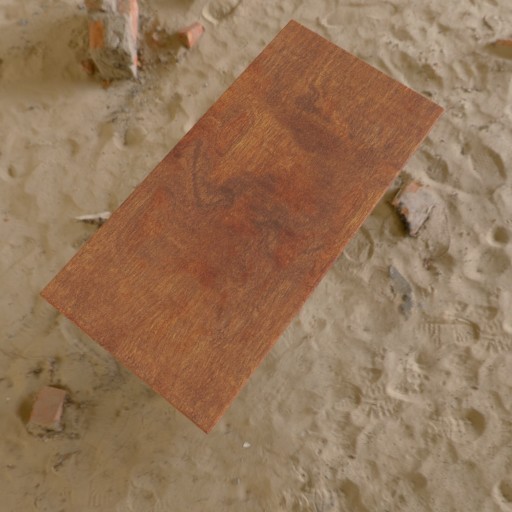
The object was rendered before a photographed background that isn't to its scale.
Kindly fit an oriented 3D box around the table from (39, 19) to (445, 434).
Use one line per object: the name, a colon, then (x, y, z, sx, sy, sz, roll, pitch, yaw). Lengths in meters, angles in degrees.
table: (0.000, 0.000, 0.956, 0.305, 0.610, 0.610, 36, 76, 10)
